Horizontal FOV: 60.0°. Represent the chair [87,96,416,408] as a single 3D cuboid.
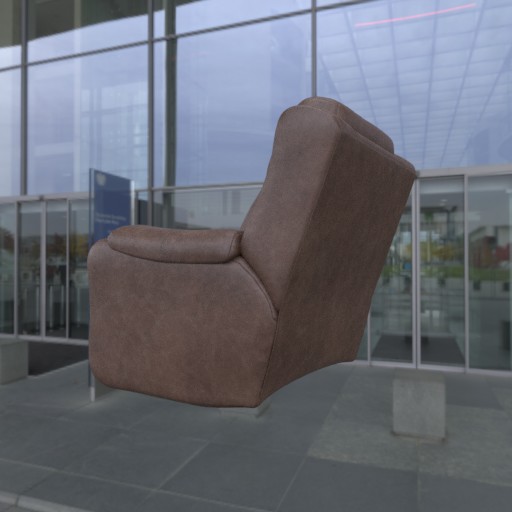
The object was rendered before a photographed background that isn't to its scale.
[{"bbox_3d":[0.000,0.000,1.785,1.067,0.990,0.940,0,-1,35],"label":"chair"}]
